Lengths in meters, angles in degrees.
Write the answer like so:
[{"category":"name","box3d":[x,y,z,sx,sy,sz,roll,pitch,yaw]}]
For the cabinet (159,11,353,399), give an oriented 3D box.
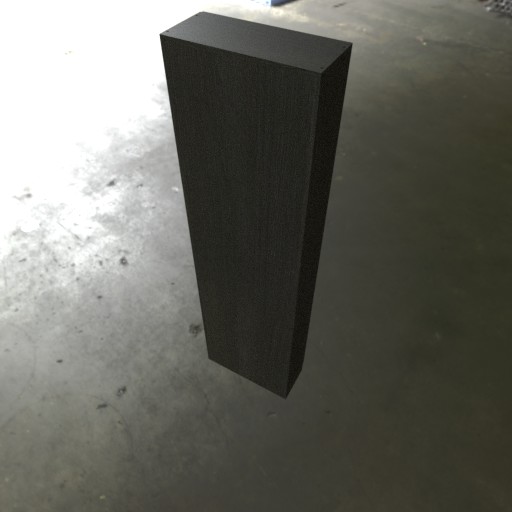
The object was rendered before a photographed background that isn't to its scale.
[{"category":"cabinet","box3d":[0.000,0.000,1.892,0.500,1.790,0.230,23,51,20]}]
